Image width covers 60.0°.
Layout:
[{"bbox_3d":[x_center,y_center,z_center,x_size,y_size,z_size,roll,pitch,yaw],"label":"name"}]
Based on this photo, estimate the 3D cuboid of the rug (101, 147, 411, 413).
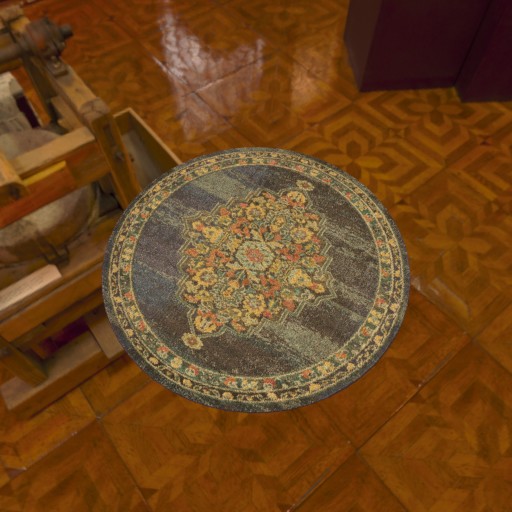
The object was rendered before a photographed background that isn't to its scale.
[{"bbox_3d":[0.000,0.000,2.321,1.591,0.010,1.591,0,58,0],"label":"rug"}]
